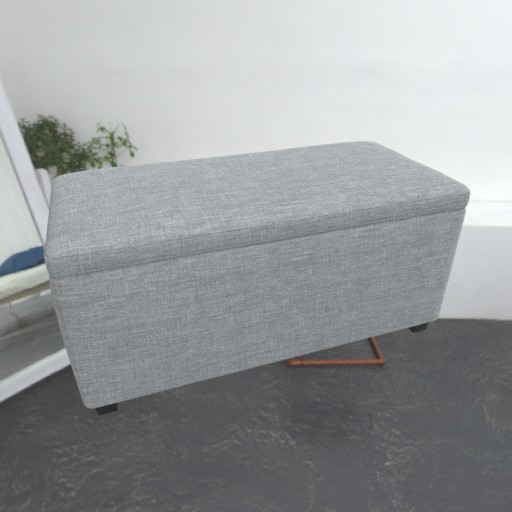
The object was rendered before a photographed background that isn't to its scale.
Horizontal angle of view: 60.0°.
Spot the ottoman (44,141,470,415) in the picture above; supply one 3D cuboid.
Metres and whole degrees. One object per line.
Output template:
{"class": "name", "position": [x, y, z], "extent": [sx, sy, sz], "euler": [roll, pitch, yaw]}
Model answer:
{"class": "ottoman", "position": [0.000, 0.000, 1.105], "extent": [0.902, 0.432, 0.419], "euler": [-10, 32, -17]}
